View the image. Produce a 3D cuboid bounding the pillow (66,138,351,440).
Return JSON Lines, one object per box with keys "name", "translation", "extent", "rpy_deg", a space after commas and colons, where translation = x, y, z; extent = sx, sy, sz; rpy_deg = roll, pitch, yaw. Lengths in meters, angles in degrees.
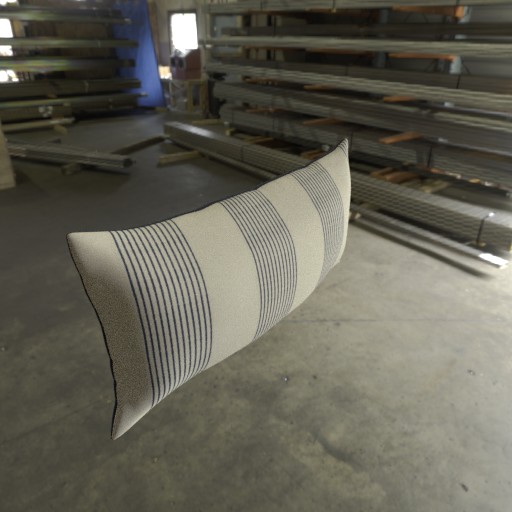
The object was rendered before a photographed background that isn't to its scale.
{"name": "pillow", "translation": [0.000, 0.000, 0.719], "extent": [0.151, 0.287, 0.610], "rpy_deg": [19, 32, 33]}
